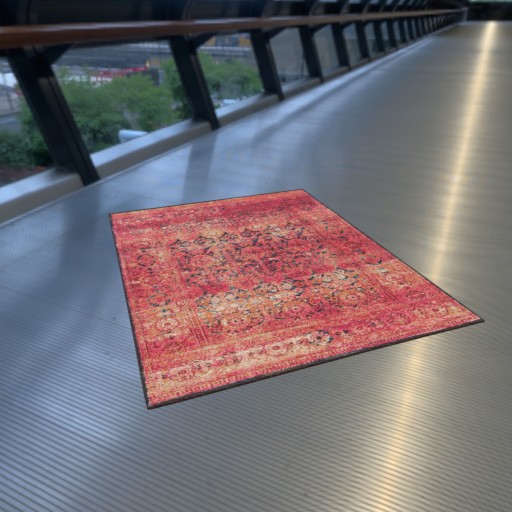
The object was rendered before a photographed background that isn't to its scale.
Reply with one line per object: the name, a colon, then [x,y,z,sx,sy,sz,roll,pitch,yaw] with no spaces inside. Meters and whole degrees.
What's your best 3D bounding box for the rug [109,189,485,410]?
rug: [0.000,0.000,4.082,2.411,0.020,3.032,-10,29,-18]
